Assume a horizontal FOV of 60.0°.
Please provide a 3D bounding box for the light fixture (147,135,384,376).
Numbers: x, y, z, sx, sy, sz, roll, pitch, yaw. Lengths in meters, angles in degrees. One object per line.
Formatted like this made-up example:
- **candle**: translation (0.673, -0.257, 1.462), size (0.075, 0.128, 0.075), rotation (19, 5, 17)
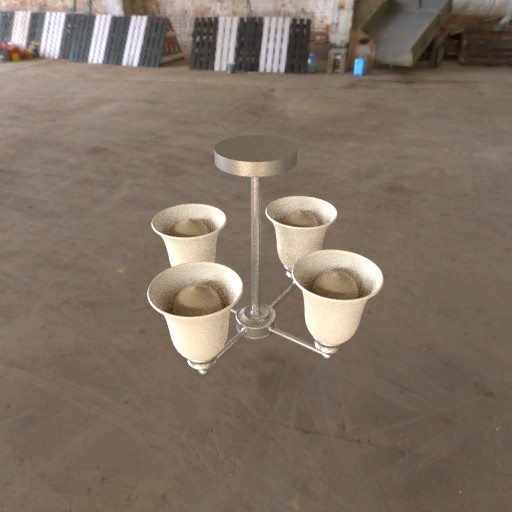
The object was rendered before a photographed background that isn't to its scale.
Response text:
- **light fixture**: translation (0.000, 0.000, 0.738), size (0.427, 0.370, 0.427), rotation (21, 38, 29)
